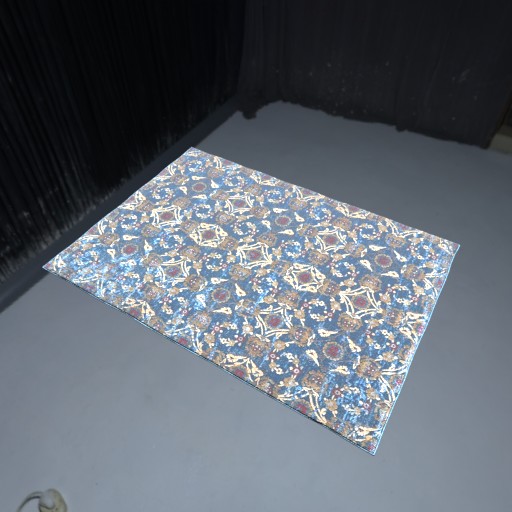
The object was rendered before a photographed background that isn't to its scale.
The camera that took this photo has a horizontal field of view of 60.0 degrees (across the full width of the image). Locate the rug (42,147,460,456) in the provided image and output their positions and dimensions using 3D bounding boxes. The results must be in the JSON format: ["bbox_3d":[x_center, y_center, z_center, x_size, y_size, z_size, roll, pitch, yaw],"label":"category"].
[{"bbox_3d":[0.000,0.000,2.862,2.207,0.014,1.567,24,52,21],"label":"rug"}]
